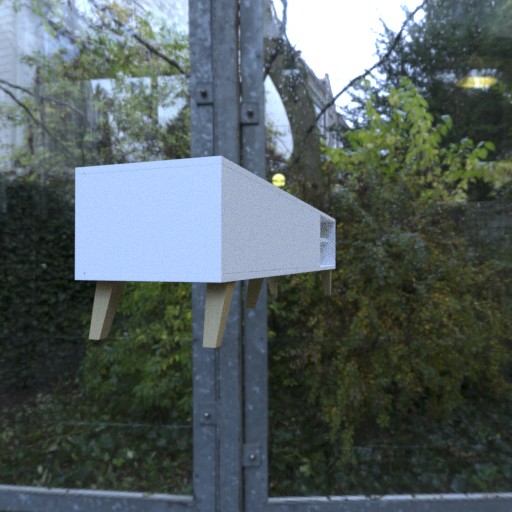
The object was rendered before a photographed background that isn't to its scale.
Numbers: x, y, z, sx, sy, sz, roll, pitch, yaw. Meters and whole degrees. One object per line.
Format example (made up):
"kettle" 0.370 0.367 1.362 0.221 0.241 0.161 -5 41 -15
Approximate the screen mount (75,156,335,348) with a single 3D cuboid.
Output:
"screen mount" 0.000 0.000 1.826 0.399 0.432 1.644 0 -1 19
